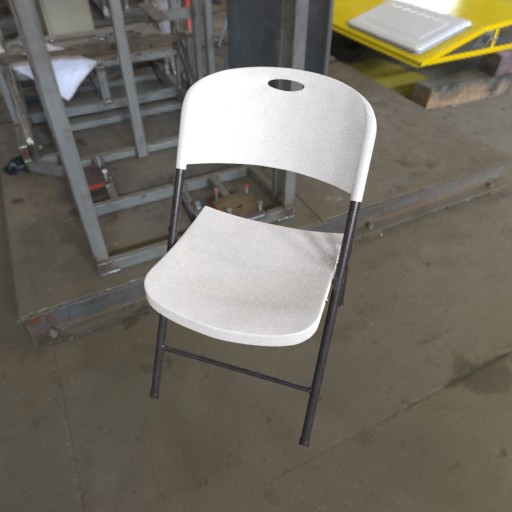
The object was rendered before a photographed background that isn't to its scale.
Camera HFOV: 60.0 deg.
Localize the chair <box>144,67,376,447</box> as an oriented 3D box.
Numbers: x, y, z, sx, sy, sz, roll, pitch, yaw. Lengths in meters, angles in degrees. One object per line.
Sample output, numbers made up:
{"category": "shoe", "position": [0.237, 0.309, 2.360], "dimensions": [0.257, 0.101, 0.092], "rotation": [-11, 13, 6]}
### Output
{"category": "chair", "position": [0.000, 0.000, 1.199], "dimensions": [0.494, 0.810, 0.566], "rotation": [13, 44, 13]}
